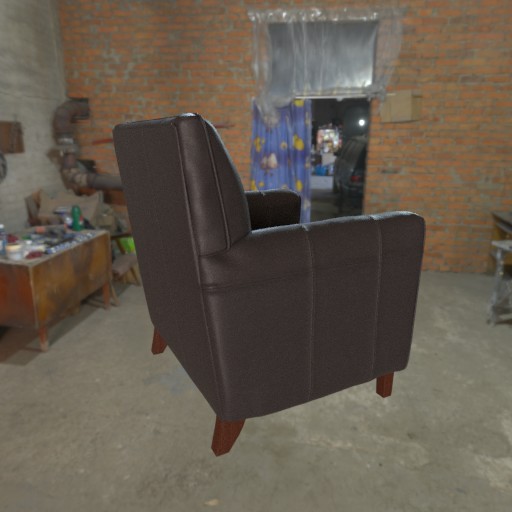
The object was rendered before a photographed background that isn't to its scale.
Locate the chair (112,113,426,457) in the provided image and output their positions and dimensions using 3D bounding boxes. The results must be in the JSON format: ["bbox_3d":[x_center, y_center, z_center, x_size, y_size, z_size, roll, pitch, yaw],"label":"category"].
[{"bbox_3d":[0.000,0.000,1.615,0.825,0.943,0.870,-8,17,-26],"label":"chair"}]
